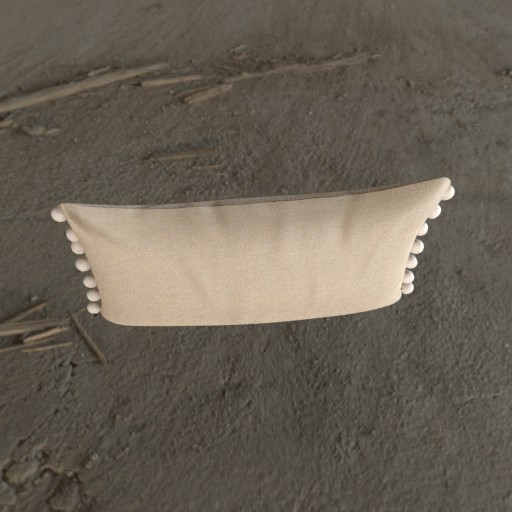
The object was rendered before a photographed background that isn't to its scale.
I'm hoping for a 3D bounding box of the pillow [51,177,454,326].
[{"bbox_3d":[0.000,0.000,0.846,0.709,0.322,0.201,-3,46,-3],"label":"pillow"}]
